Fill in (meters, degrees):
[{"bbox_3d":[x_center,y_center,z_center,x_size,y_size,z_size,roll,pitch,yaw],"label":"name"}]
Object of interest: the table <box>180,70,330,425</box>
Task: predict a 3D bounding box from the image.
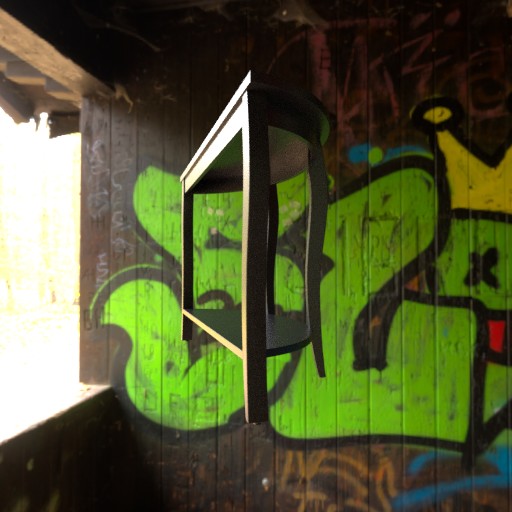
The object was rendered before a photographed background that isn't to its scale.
[{"bbox_3d":[0.000,0.000,1.597,0.394,0.780,1.219,0,-1,-17],"label":"table"}]
